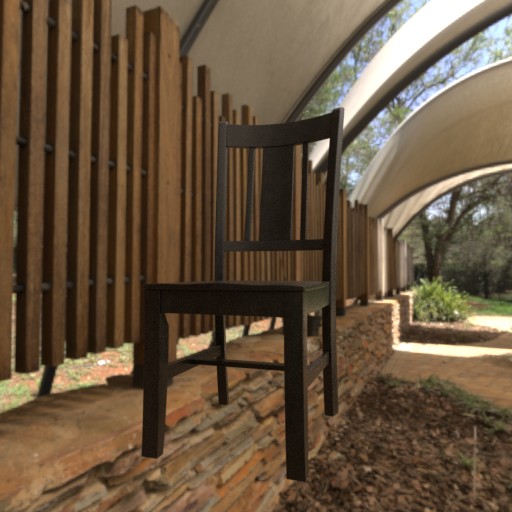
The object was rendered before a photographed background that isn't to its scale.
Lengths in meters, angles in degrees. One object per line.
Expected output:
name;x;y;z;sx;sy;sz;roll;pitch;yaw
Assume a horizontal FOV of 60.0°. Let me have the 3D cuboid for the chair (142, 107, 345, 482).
chair;0.000;0.000;1.291;0.450;0.998;0.555;-1;-2;19
